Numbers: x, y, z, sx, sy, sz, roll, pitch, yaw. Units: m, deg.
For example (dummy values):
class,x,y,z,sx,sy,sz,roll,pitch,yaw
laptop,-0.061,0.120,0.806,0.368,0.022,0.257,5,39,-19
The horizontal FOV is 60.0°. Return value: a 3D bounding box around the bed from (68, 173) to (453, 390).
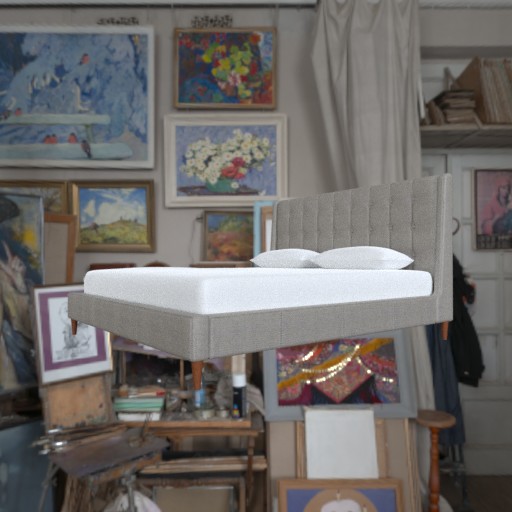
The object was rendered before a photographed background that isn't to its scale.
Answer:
class,x,y,z,sx,sy,sz,roll,pitch,yaw
bed,0.000,0.000,3.560,2.342,1.289,2.062,1,-1,-38
